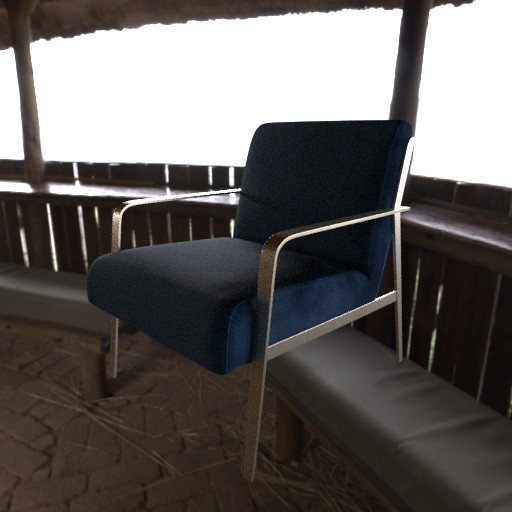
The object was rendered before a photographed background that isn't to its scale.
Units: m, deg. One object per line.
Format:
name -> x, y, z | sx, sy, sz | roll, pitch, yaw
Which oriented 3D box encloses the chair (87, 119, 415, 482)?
chair -> 0.000, 0.000, 1.403 | 0.692, 0.831, 0.859 | 15, 21, 43
